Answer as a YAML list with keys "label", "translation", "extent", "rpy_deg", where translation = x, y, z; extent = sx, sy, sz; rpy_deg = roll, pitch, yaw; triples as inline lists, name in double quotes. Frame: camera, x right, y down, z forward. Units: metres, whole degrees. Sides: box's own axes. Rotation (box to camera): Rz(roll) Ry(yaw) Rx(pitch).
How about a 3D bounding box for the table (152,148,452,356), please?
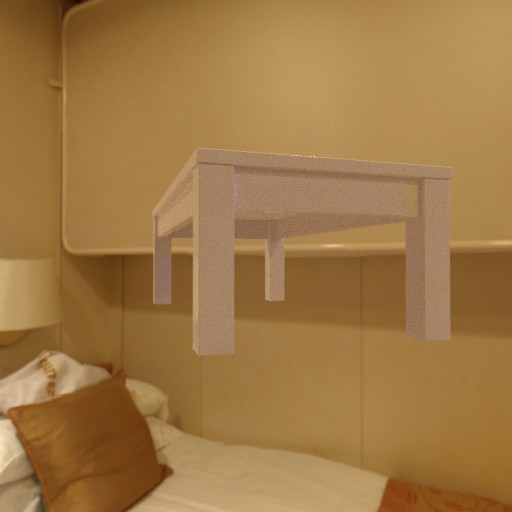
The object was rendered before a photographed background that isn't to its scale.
- label: "table"
  translation: [0.000, 0.000, 1.744]
  extent: [0.700, 0.470, 1.350]
  rpy_deg: [0, -1, -17]
